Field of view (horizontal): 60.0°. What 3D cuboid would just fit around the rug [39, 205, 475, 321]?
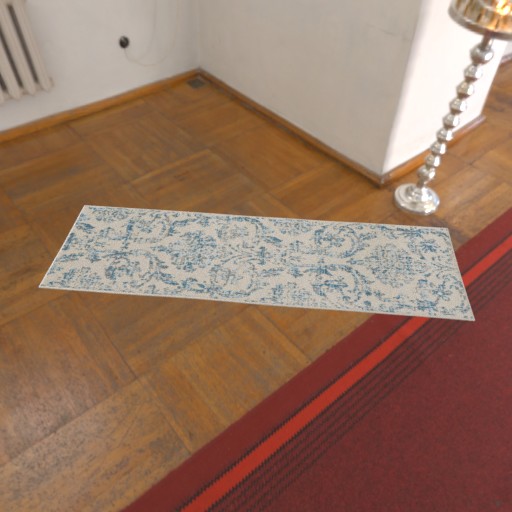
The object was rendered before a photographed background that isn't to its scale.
[{"bbox_3d":[0.000,0.000,2.443,2.196,0.011,0.662,4,47,4],"label":"rug"}]
